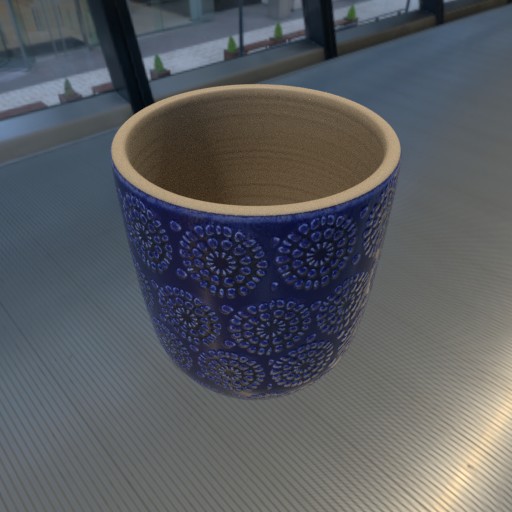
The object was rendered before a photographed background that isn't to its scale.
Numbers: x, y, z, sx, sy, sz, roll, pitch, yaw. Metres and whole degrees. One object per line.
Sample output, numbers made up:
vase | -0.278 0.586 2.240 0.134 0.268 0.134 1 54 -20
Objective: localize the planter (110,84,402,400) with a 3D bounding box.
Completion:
planter | 0.000 0.000 0.349 0.184 0.206 0.184 0 40 0
